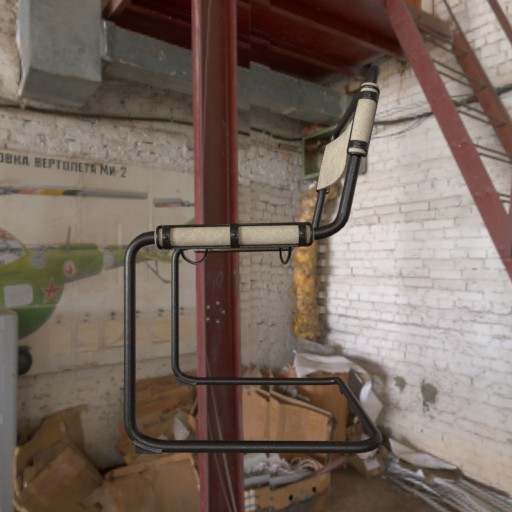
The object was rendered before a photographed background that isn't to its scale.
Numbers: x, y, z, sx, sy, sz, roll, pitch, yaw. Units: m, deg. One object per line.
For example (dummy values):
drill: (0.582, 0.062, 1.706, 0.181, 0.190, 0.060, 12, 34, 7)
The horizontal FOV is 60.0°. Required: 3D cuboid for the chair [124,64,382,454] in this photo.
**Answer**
chair: (0.000, 0.000, 1.065, 0.497, 0.747, 0.499, 0, 0, 1)
